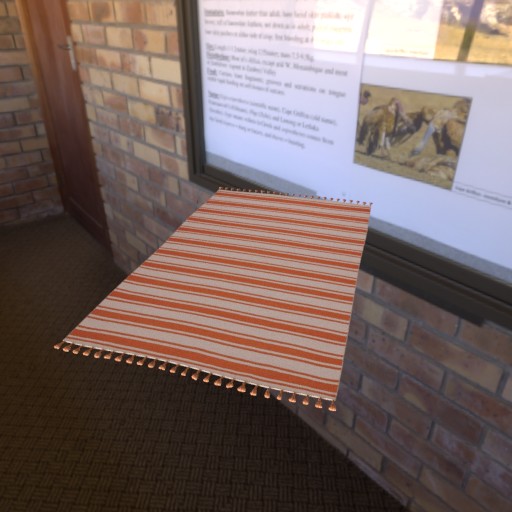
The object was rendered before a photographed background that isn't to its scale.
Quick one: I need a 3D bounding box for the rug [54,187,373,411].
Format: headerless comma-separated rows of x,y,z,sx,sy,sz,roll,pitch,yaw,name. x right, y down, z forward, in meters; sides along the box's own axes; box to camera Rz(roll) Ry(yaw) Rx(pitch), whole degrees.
0.000,0.000,2.653,1.232,0.017,2.092,8,30,14,rug
